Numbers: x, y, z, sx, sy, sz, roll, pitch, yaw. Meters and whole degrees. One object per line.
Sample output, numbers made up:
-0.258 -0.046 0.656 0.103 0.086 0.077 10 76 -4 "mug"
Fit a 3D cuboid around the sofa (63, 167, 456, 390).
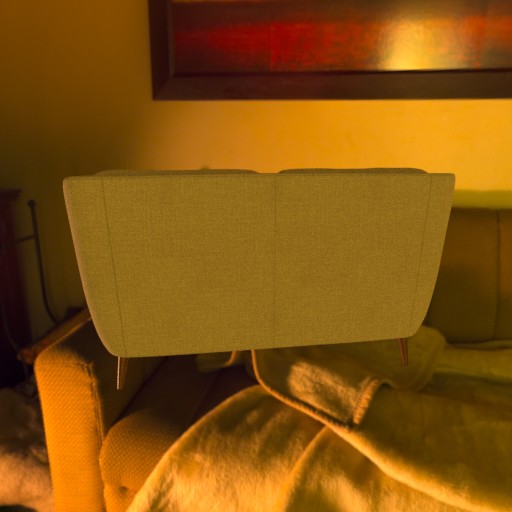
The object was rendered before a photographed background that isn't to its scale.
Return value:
0.000 0.000 2.218 1.652 0.888 0.965 -2 14 -9 "sofa"
